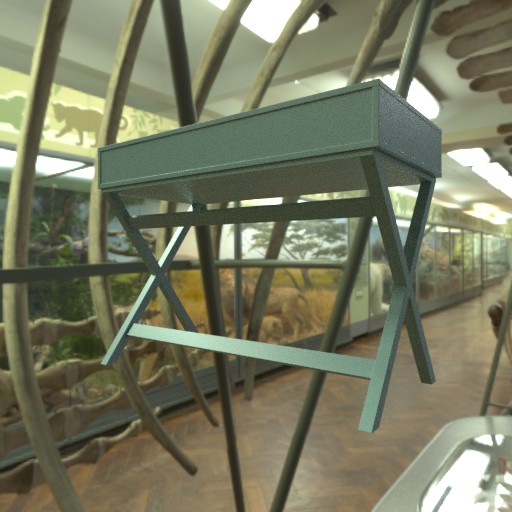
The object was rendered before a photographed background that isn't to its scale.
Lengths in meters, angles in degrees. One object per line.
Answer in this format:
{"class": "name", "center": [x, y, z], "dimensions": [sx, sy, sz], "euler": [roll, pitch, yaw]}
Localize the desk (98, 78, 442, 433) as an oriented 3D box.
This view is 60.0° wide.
{"class": "desk", "center": [0.000, 0.000, 1.488], "dimensions": [1.059, 0.780, 0.509], "euler": [0, 0, 37]}
